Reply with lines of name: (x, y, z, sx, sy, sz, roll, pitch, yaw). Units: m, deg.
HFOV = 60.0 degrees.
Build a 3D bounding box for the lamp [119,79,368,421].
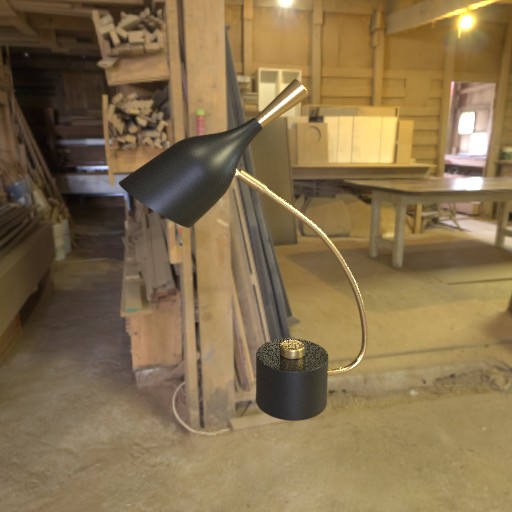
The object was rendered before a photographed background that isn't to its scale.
lamp: (0.000, 0.000, 0.618, 0.352, 0.464, 0.110, -3, 15, -11)
